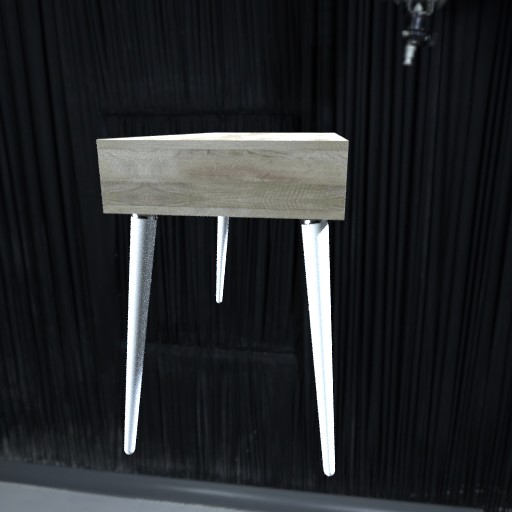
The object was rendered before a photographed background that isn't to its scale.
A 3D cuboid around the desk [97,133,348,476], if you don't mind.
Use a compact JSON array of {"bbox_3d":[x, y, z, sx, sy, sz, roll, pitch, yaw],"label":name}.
[{"bbox_3d":[0.000,0.000,1.375,0.491,0.723,0.979,2,16,8],"label":"desk"}]
